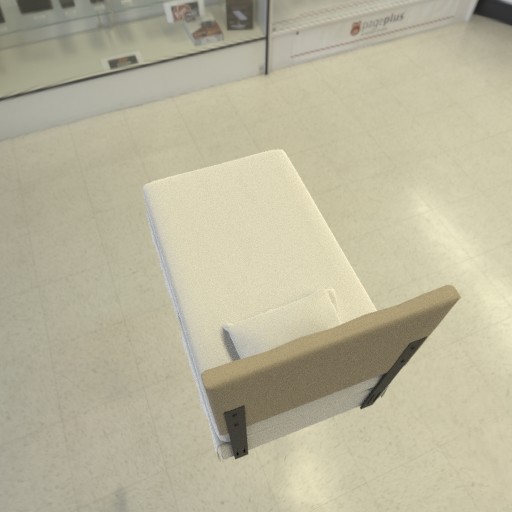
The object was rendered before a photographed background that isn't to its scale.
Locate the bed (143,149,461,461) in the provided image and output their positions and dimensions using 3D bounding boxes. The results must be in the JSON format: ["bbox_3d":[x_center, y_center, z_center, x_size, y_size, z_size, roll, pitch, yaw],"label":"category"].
[{"bbox_3d":[0.000,0.000,2.913,1.261,1.571,1.997,-17,58,-11],"label":"bed"}]
